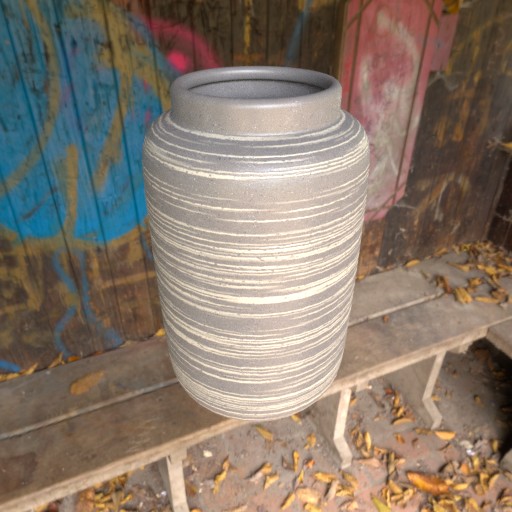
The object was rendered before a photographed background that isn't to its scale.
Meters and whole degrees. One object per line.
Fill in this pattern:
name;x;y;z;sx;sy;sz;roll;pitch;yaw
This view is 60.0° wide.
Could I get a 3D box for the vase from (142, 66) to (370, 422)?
vase;0.000;0.000;0.663;0.297;0.499;0.297;0;32;0
